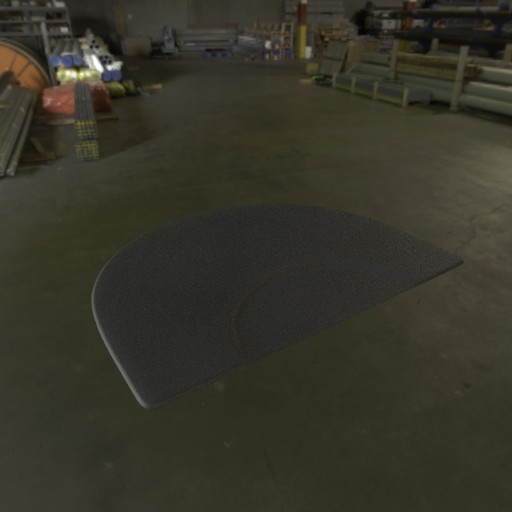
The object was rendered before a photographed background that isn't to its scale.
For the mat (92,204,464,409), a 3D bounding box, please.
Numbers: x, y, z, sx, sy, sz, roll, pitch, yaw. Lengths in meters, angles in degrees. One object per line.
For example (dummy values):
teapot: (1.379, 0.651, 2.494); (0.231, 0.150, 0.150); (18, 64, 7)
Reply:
mat: (0.000, 0.000, 1.618); (1.220, 0.016, 0.917); (-18, 34, -29)
